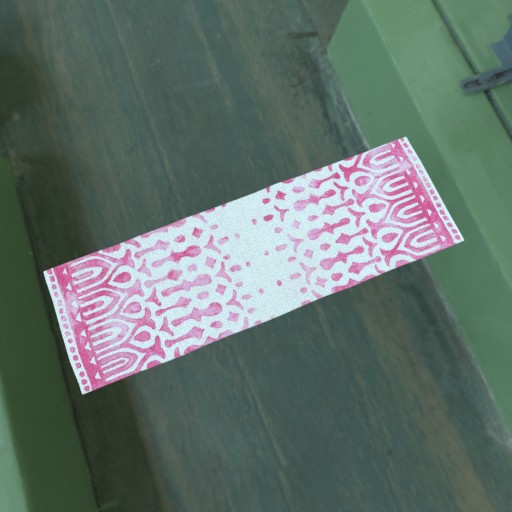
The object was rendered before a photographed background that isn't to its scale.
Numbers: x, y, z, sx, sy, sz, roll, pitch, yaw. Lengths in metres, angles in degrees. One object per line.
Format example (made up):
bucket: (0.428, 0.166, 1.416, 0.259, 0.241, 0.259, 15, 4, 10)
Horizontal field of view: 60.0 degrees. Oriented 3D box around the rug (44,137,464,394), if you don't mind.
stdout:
rug: (0.000, 0.000, 2.704, 2.458, 0.011, 0.787, -21, 77, -5)
